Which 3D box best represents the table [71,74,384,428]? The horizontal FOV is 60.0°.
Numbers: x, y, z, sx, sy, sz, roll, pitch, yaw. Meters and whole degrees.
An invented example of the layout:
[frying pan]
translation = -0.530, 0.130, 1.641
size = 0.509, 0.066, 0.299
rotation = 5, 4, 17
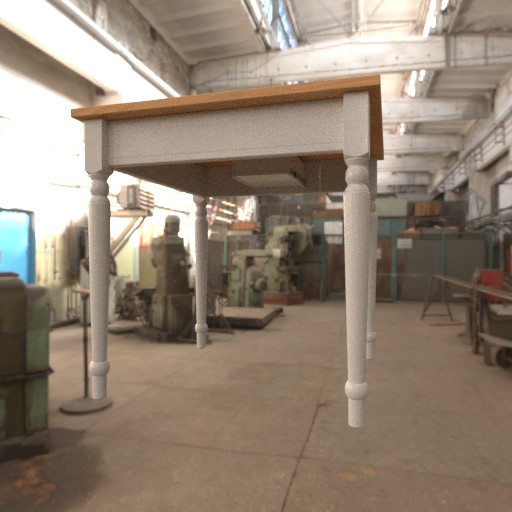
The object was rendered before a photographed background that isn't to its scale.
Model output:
[table]
translation = 0.000, 0.000, 1.360
size = 0.747, 0.738, 0.747
rotation = 0, 0, 17
